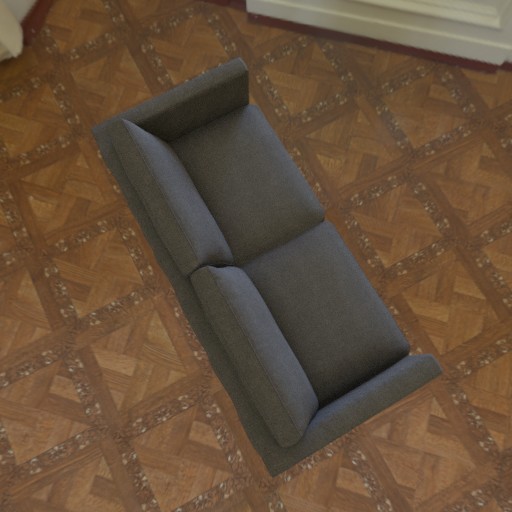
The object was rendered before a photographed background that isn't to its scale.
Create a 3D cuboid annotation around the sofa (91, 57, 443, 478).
[{"bbox_3d":[0.000,0.000,2.465,0.953,0.855,1.982,-29,77,-7],"label":"sofa"}]
